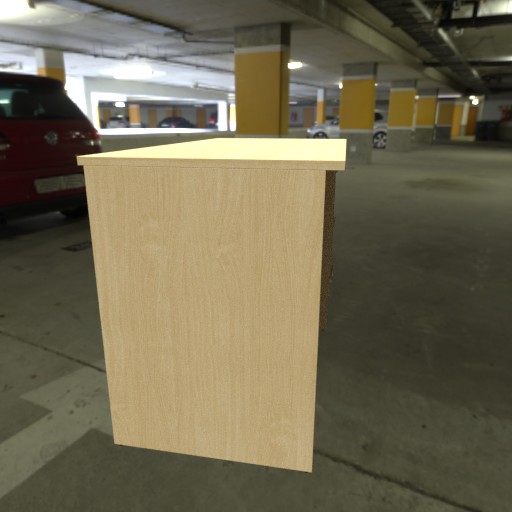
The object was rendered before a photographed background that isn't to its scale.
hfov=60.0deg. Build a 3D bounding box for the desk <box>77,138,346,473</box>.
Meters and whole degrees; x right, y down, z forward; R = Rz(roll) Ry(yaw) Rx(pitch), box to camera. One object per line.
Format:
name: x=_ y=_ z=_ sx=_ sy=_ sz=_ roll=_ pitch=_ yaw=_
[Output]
desk: x=0.000 y=0.000 z=1.510 sx=0.560 sy=0.735 sz=1.097 roll=3 pitch=17 yaw=11
